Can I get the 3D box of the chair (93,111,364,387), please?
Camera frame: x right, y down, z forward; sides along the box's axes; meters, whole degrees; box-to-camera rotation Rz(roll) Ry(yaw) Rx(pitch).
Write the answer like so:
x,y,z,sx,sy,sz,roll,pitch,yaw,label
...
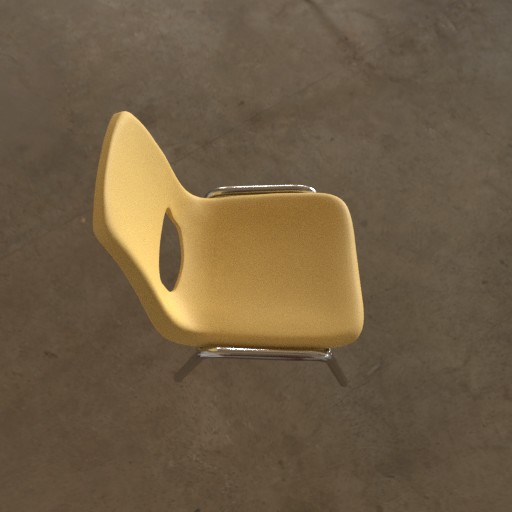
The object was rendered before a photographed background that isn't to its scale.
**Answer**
x,y,z,sx,sy,sz,roll,pitch,yaw,label
0.000,0.000,0.780,0.385,0.536,0.354,0,63,0,chair
